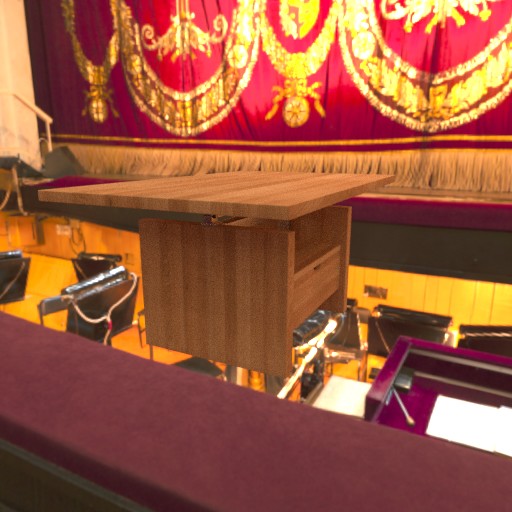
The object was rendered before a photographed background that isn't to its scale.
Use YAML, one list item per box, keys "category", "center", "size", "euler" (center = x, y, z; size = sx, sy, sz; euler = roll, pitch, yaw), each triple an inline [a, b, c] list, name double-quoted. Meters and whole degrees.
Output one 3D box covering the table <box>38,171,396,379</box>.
- category: "table"
  center: [0.000, 0.000, 1.521]
  size: [0.700, 0.510, 1.100]
  euler: [7, 15, 26]
